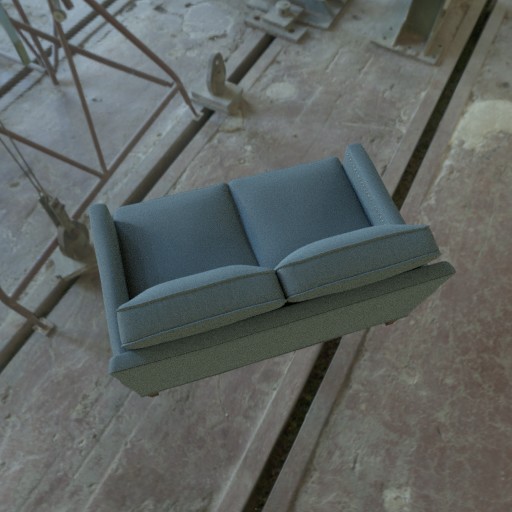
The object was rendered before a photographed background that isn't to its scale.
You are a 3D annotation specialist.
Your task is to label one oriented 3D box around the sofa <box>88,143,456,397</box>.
[{"bbox_3d":[0.000,0.000,2.360,1.597,1.003,1.084,-15,61,-8],"label":"sofa"}]
